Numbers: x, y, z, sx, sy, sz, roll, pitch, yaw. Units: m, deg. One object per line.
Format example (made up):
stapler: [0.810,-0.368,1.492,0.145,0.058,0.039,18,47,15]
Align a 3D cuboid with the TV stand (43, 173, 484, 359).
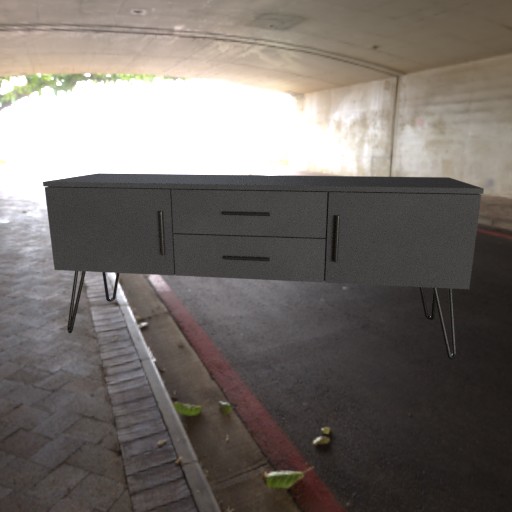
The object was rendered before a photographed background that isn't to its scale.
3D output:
TV stand: [0.000,0.000,1.642,1.400,0.560,0.400,2,15,8]
